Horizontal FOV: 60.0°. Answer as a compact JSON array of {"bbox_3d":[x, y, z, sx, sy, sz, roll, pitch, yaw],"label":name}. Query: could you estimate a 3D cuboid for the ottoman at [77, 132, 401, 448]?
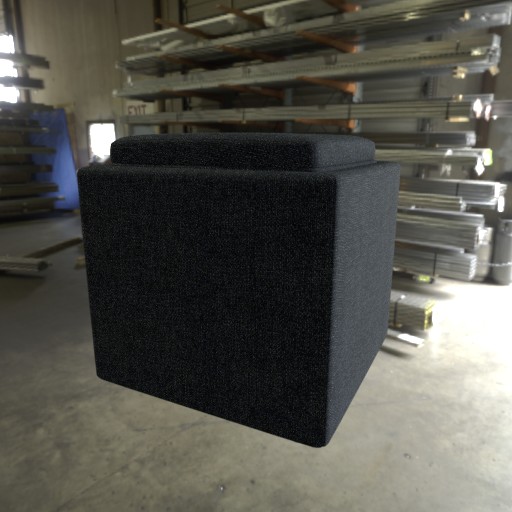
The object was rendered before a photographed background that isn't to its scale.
[{"bbox_3d":[0.000,0.000,0.862,0.450,0.460,0.450,7,16,26],"label":"ottoman"}]
